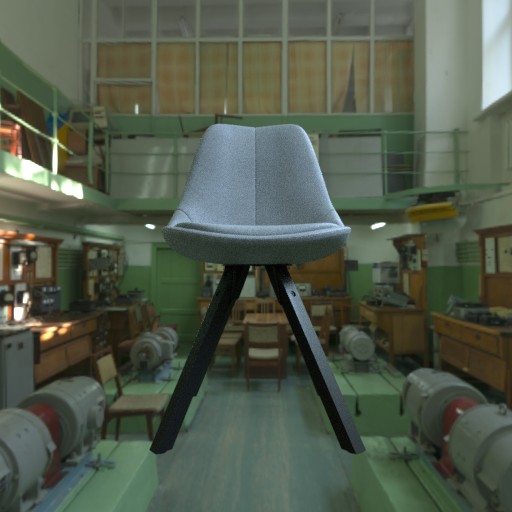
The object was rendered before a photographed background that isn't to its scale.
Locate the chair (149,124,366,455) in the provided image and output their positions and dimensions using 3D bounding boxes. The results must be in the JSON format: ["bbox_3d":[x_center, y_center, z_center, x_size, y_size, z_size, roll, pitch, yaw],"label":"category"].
[{"bbox_3d":[0.000,0.000,1.178,0.485,0.850,0.550,0,-1,-1],"label":"chair"}]
